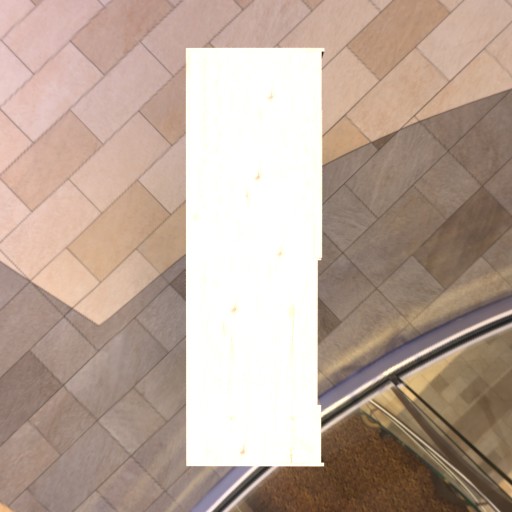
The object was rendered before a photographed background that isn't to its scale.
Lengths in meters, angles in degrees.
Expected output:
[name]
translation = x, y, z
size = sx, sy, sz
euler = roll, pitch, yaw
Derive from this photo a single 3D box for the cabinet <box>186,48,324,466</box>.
[cabinet]
translation = 0.000, 0.000, 3.210
size = 0.660, 2.180, 2.000
euler = 0, 90, 0
